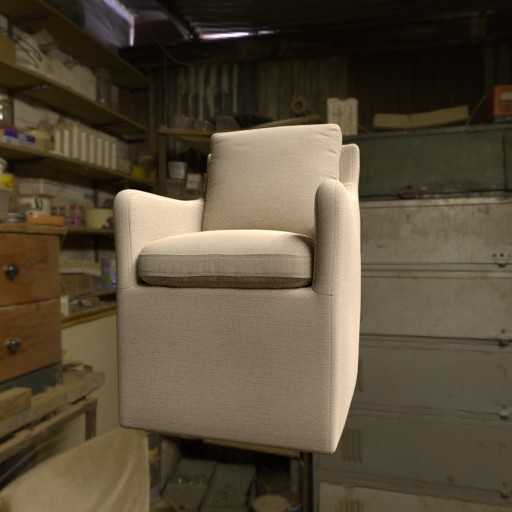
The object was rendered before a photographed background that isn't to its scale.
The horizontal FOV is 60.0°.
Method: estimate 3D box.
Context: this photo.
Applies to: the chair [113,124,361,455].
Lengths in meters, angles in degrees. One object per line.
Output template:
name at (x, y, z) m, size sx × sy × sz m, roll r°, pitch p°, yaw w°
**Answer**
chair at (0.000, 0.000, 1.398) m, size 0.626 × 0.914 × 0.694 m, roll 0°, pitch 1°, yaw 17°
